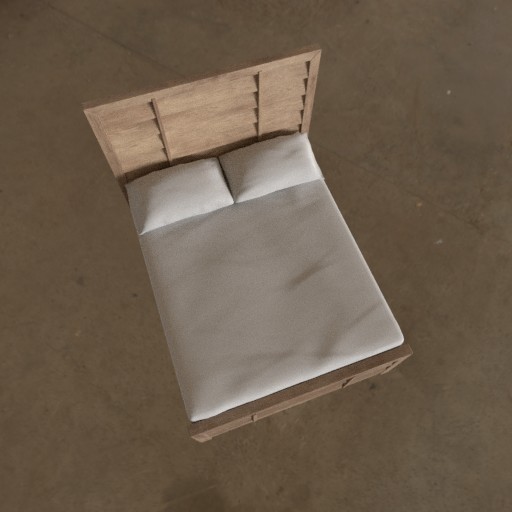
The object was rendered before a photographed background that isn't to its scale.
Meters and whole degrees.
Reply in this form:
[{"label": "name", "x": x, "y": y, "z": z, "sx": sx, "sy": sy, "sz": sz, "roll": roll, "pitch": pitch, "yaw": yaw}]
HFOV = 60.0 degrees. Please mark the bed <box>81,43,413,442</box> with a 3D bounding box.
[{"label": "bed", "x": 0.000, "y": 0.000, "z": 3.224, "sx": 1.615, "sy": 1.631, "sz": 2.017, "roll": -18, "pitch": 66, "yaw": -8}]
